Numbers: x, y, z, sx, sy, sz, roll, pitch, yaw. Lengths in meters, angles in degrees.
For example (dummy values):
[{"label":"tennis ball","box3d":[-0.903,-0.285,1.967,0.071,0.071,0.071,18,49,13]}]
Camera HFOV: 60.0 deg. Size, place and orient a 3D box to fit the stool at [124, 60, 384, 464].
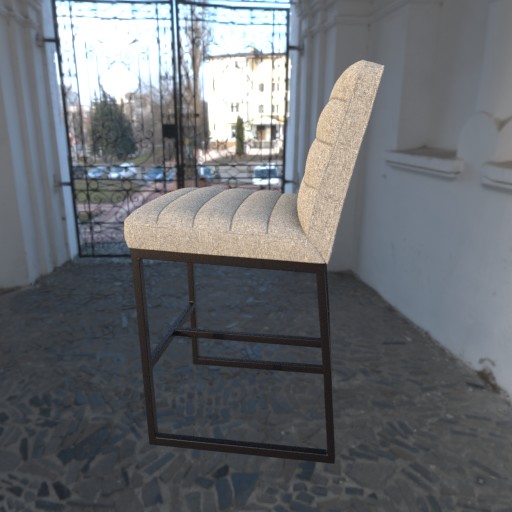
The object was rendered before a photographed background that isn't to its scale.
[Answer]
[{"label":"stool","box3d":[0.000,0.000,1.217,0.560,0.940,0.460,2,17,8]}]
